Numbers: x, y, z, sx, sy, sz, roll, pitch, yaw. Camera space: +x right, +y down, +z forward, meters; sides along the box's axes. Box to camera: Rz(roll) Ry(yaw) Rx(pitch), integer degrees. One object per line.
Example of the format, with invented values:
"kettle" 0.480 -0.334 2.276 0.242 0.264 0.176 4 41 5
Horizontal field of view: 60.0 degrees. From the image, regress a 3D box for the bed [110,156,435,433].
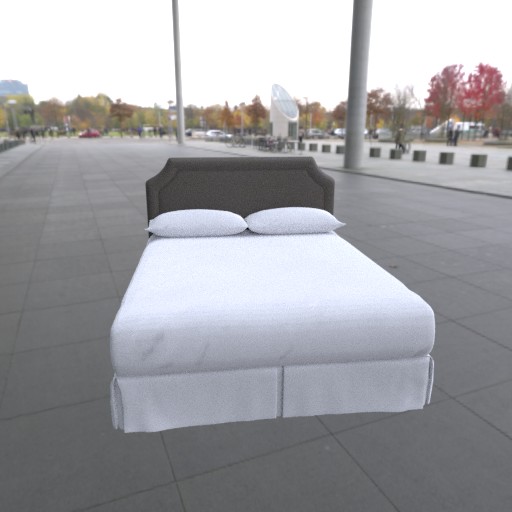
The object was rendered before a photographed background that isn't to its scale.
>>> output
"bed" 0.000 0.000 3.900 2.194 1.561 2.536 -2 16 -7
